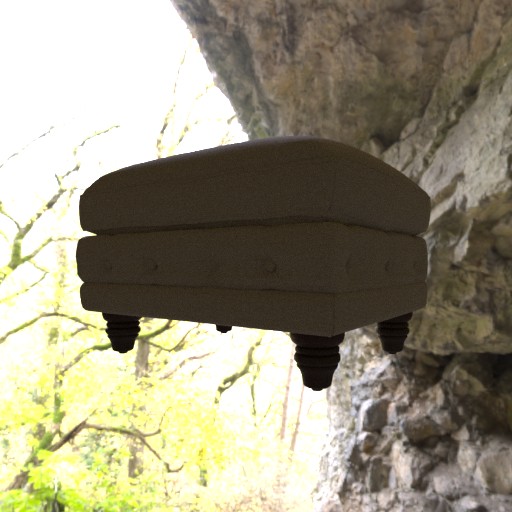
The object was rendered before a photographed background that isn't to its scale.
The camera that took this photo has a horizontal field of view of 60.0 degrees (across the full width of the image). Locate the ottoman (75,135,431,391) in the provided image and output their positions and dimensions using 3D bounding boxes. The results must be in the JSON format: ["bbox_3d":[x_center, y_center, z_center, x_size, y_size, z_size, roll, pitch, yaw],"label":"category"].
[{"bbox_3d":[0.000,0.000,1.058,0.684,0.463,0.541,-1,-1,36],"label":"ottoman"}]
